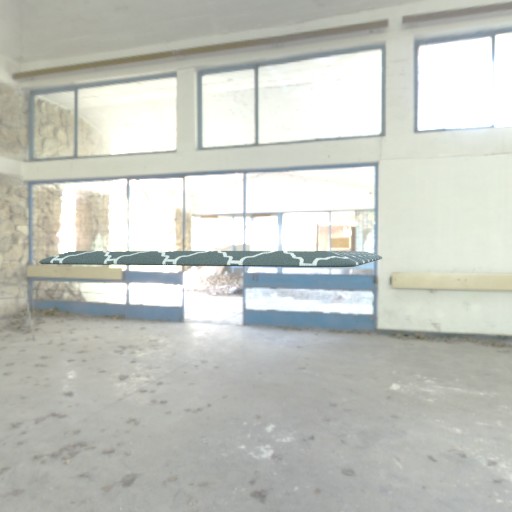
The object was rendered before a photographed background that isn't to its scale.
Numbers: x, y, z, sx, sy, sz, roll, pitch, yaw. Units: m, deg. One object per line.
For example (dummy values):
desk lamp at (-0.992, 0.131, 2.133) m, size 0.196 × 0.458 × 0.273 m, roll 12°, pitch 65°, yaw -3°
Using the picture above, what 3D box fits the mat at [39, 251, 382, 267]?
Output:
mat at (0.000, 0.000, 0.984) m, size 0.508 × 0.021 × 0.762 m, roll 0°, pitch 1°, yaw 19°
